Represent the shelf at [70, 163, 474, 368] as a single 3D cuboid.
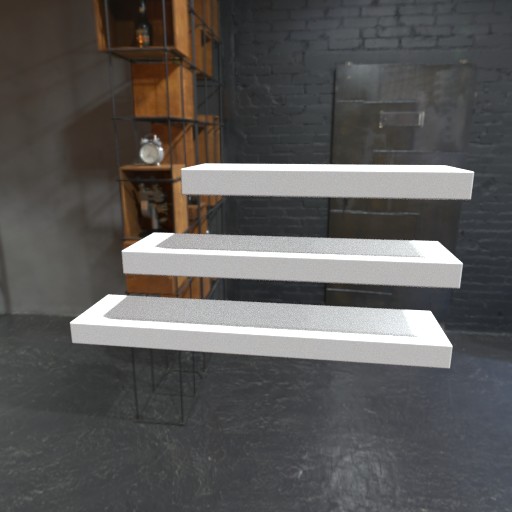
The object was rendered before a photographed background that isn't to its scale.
[{"bbox_3d":[0.000,0.000,0.738,0.610,0.293,0.140,2,15,8],"label":"shelf"}]
